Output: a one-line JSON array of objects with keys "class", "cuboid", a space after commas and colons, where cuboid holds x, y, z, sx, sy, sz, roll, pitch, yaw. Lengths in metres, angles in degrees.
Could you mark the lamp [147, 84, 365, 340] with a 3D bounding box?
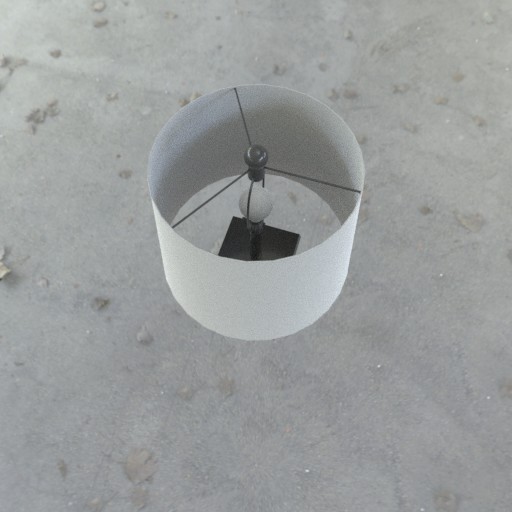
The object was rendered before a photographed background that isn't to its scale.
[{"class": "lamp", "cuboid": [0.000, 0.000, 0.788, 0.320, 0.591, 0.320, 0, 65, 0]}]
